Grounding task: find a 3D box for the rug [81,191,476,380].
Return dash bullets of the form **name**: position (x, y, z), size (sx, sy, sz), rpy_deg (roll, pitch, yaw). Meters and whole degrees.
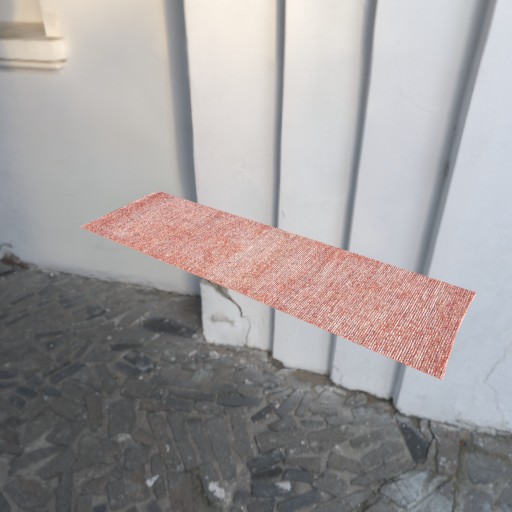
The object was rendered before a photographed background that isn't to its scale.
- **rug**: position (0.000, 0.000, 2.640), size (2.353, 0.013, 0.718), rpy_deg (20, 37, 29)
